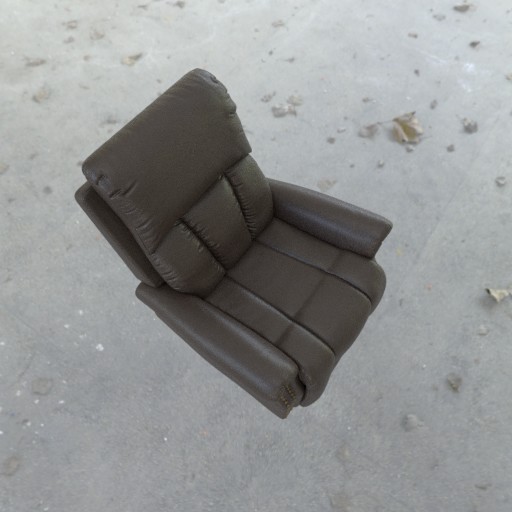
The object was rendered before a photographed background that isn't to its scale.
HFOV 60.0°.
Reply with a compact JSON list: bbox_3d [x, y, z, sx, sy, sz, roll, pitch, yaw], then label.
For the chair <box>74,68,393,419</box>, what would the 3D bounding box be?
[{"bbox_3d":[0.000,0.000,1.748,0.978,1.028,0.869,31,65,17],"label":"chair"}]
